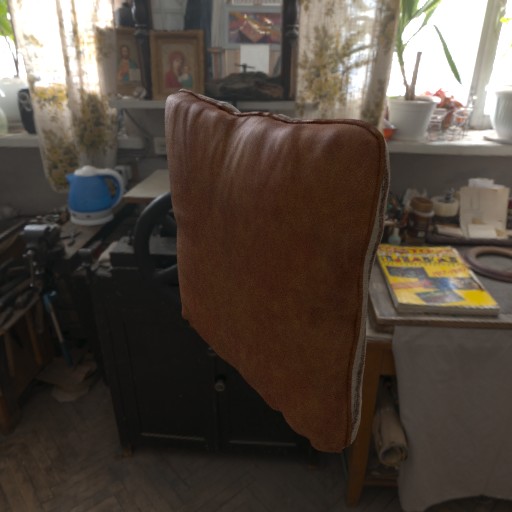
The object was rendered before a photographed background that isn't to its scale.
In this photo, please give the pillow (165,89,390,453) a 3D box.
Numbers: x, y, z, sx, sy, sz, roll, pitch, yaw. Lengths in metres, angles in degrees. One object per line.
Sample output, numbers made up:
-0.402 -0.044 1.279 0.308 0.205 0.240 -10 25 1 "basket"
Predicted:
0.000 0.000 0.733 0.130 0.490 0.489 -17 31 -32 "pillow"
